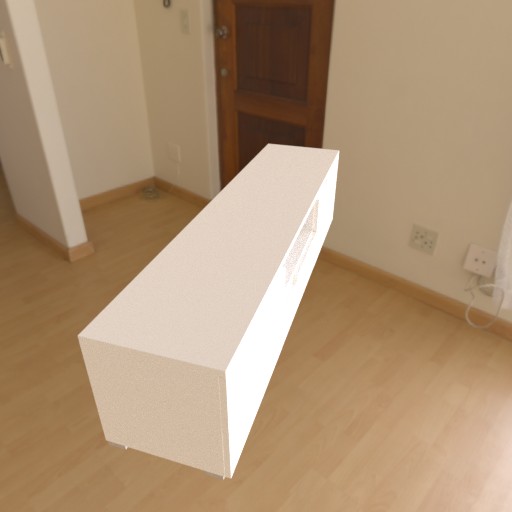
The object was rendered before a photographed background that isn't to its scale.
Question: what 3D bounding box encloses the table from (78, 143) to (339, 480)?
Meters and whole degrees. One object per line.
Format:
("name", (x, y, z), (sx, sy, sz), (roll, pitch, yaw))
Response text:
("table", (0.000, 0.000, 1.817), (0.390, 0.420, 1.650), (9, 32, 15))
